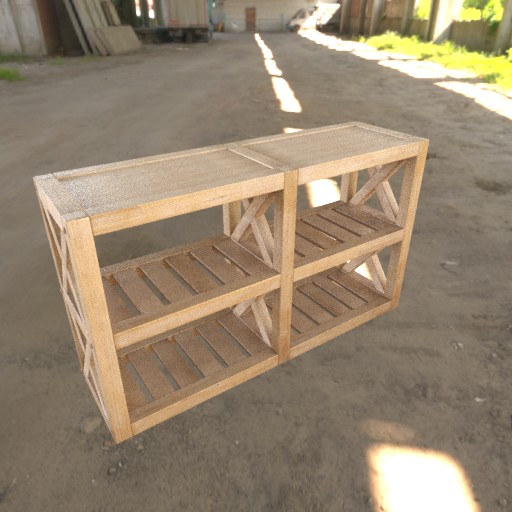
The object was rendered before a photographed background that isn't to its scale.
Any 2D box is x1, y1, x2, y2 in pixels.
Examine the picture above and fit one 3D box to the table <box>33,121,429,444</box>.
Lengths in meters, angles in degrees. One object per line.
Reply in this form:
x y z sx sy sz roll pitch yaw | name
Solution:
0.000 0.000 1.653 1.320 0.762 0.381 -18 34 -29 | table
